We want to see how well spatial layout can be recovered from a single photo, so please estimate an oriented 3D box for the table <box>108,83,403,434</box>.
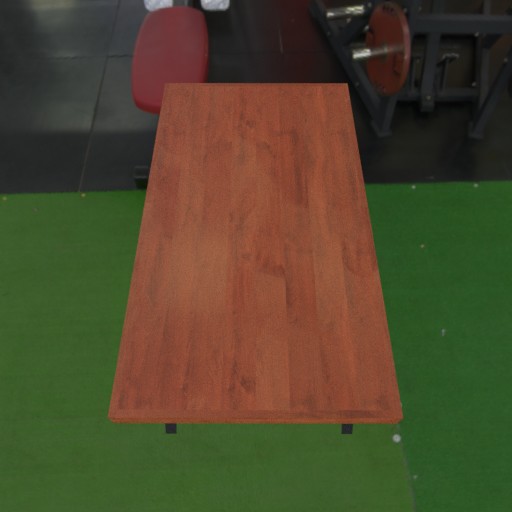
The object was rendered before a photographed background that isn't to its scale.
[{"bbox_3d":[0.000,0.000,1.384,0.610,0.457,1.067,0,58,0],"label":"table"}]
